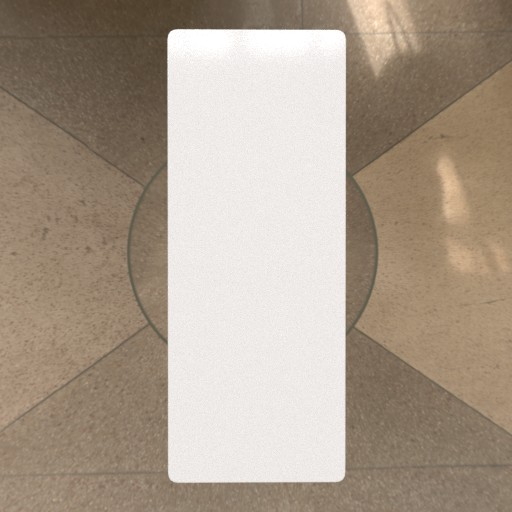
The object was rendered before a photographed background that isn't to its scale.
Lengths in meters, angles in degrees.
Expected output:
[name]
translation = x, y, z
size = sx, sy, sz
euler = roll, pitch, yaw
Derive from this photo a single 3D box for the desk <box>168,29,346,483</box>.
[desk]
translation = 0.000, 0.000, 1.750
size = 0.550, 0.762, 1.400
euler = 0, 90, 0
